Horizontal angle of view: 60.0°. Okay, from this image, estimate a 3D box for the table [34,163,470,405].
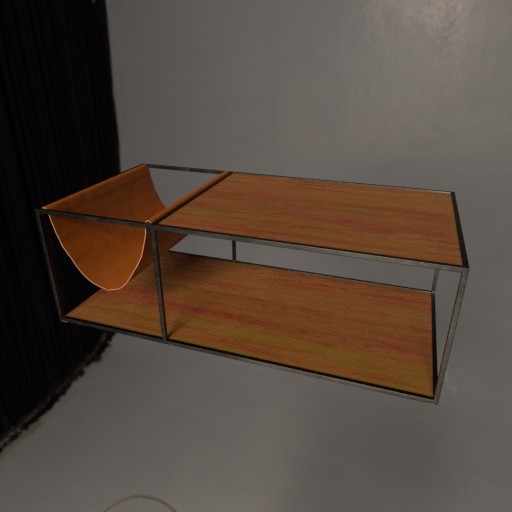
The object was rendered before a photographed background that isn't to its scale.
[{"bbox_3d":[0.000,0.000,1.489,1.199,0.403,0.597,8,27,17],"label":"table"}]
